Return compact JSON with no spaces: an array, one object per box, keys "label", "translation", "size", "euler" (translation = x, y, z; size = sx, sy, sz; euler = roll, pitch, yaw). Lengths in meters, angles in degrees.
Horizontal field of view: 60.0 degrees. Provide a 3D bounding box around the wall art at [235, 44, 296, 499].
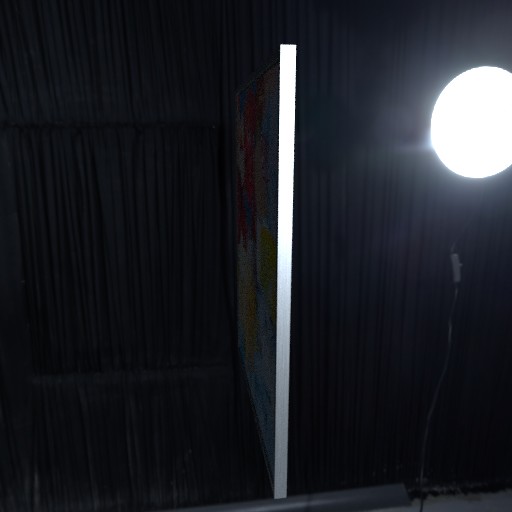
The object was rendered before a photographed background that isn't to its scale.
[{"label":"wall art","translation":[0.000,0.000,1.370],"size":[0.030,1.046,0.816],"euler":[-2,15,-8]}]
